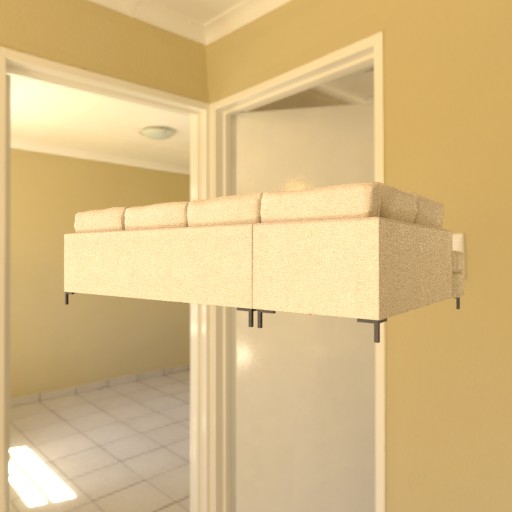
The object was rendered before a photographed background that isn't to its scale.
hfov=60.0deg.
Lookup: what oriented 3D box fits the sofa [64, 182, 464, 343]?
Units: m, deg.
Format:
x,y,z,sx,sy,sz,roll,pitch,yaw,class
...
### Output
x,y,z,sx,sy,sz,roll,pitch,yaw,class
0.000,0.000,4.346,3.384,0.996,2.048,0,0,37,sofa
